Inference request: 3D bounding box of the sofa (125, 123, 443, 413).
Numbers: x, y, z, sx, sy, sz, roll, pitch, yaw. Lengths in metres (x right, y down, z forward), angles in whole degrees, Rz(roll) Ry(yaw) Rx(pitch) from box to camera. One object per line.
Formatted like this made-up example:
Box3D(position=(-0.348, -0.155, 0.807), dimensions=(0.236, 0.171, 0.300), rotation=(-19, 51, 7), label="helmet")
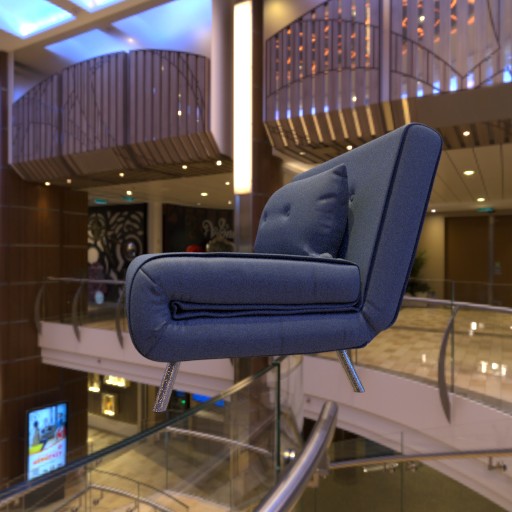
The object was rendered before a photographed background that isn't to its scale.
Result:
Box3D(position=(0.000, 0.000, 1.766), dimensions=(0.996, 0.860, 0.999), rotation=(0, 0, -17), label="sofa")
